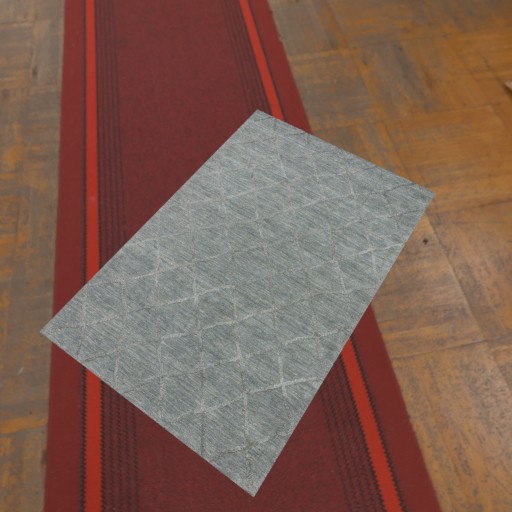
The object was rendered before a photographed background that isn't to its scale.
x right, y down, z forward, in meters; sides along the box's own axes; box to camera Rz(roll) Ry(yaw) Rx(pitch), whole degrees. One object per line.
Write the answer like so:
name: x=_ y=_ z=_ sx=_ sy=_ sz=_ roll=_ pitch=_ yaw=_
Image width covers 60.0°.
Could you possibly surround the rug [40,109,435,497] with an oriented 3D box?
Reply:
rug: x=0.000 y=0.000 z=2.868 sx=1.521 sy=0.006 sz=2.283 roll=30 pitch=64 yaw=17
